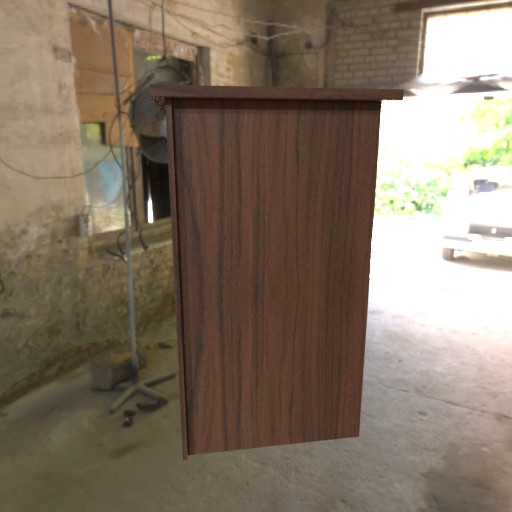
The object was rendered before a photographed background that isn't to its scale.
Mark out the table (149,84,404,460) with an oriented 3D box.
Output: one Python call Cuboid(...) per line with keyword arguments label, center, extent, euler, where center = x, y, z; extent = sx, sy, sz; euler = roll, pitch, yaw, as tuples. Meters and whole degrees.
Cuboid(label="table", center=(0.000, 0.000, 0.958), extent=(0.381, 0.636, 0.480), euler=(-2, 15, -9))
